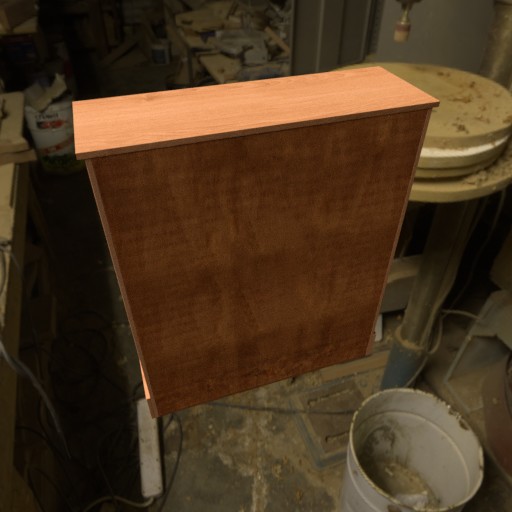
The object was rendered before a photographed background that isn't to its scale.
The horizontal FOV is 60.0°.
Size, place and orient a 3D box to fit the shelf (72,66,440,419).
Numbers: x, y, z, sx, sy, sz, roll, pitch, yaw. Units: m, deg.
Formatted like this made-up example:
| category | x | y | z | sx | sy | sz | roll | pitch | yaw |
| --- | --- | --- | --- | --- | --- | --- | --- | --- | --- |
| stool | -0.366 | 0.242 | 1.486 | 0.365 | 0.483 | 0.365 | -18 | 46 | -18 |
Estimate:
| category | x | y | z | sx | sy | sz | roll | pitch | yaw |
| --- | --- | --- | --- | --- | --- | --- | --- | --- | --- |
| shelf | 0.000 | 0.000 | 1.386 | 0.840 | 0.980 | 0.291 | -12 | 42 | -14 |
